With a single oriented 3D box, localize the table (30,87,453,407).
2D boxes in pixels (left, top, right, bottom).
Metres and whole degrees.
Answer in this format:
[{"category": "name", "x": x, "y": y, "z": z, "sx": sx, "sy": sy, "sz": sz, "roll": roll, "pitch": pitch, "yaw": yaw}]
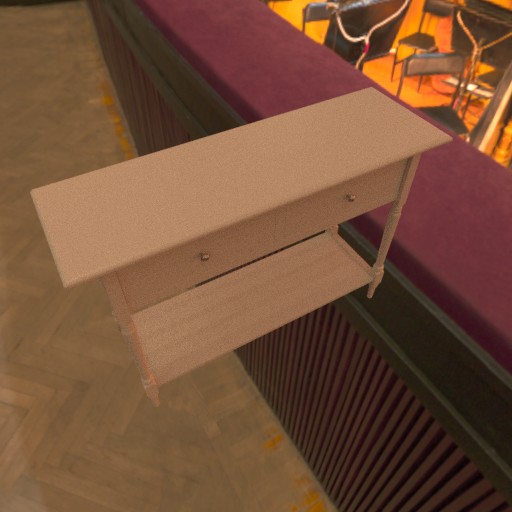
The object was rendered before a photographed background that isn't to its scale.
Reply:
[{"category": "table", "x": 0.000, "y": 0.000, "z": 1.584, "sx": 1.197, "sy": 0.808, "sz": 0.384, "roll": -23, "pitch": 51, "yaw": -20}]
